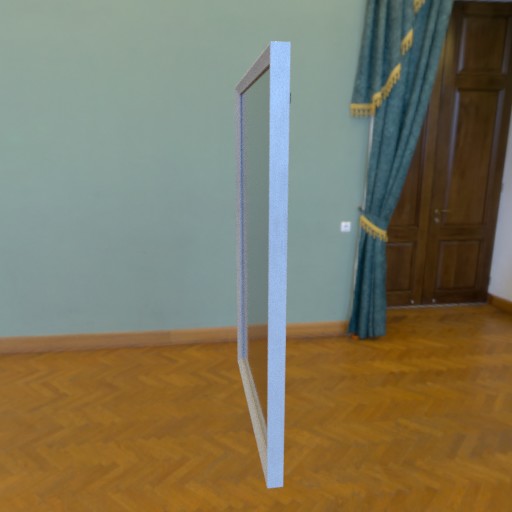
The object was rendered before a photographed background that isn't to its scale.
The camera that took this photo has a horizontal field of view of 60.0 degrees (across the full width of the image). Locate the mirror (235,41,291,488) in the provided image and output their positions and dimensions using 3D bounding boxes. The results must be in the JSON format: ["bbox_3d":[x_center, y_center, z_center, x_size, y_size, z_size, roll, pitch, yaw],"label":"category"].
[{"bbox_3d":[0.000,0.000,1.171,0.041,0.915,0.609,-2,14,-8],"label":"mirror"}]
